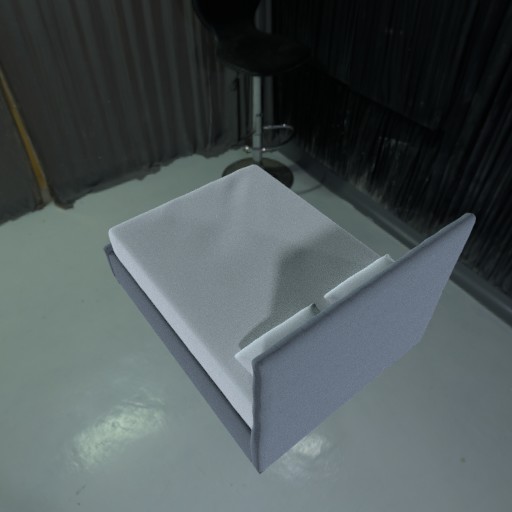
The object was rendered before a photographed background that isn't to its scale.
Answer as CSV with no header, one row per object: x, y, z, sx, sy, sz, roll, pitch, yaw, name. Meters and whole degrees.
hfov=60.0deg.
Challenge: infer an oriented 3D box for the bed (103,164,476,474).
0.000,0.000,3.418,1.698,1.427,2.231,-29,53,-25,bed
